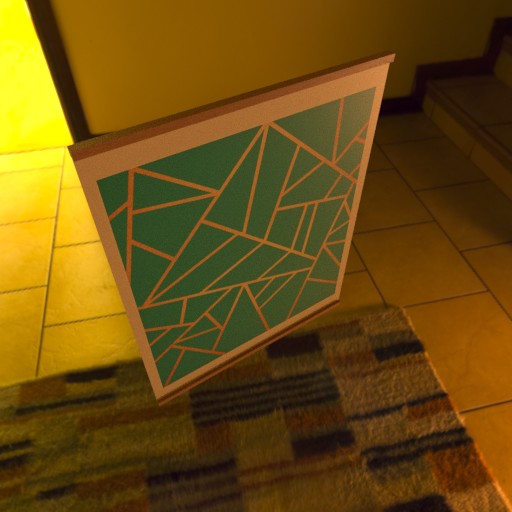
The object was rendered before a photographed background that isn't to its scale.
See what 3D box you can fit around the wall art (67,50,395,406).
[{"bbox_3d":[0.000,0.000,0.661,0.405,0.508,0.012,-25,51,-22],"label":"wall art"}]
